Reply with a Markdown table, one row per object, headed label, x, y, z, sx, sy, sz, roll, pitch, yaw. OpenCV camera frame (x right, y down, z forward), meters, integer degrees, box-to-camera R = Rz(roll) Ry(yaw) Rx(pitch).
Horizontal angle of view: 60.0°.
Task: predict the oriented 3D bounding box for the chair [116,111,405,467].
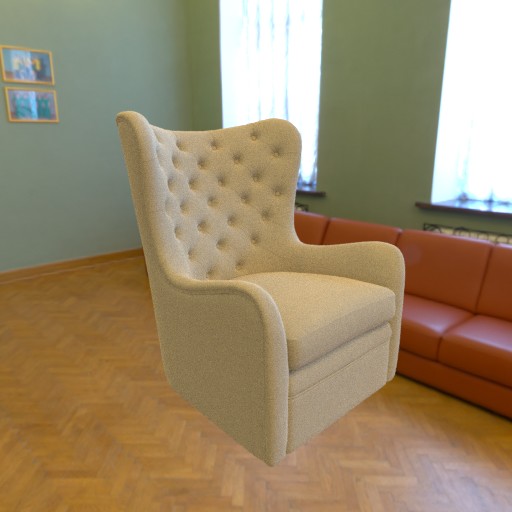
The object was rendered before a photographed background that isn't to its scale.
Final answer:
| label | x | y | z | sx | sy | sz | roll | pitch | yaw |
| --- | --- | --- | --- | --- | --- | --- | --- | --- | --- |
| chair | 0.000 | 0.000 | 1.750 | 0.831 | 1.079 | 0.929 | -14 | 21 | -43 |
